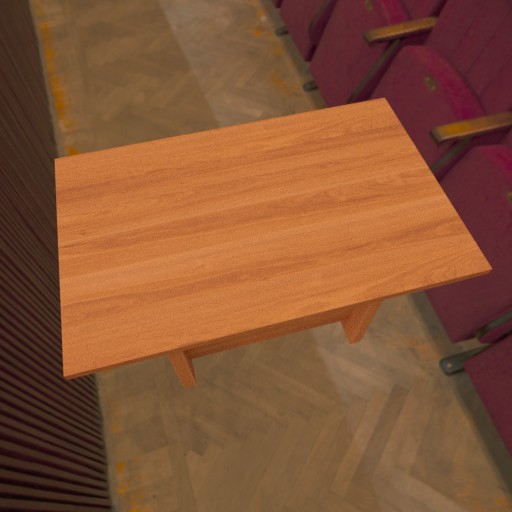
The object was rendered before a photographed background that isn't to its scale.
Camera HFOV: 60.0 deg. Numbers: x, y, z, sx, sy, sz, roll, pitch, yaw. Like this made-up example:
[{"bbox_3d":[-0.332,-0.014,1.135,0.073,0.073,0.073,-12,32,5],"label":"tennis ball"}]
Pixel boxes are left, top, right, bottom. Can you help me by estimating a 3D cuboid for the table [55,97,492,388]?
[{"bbox_3d":[0.000,0.000,1.483,1.100,0.510,0.700,-13,59,-8],"label":"table"}]
